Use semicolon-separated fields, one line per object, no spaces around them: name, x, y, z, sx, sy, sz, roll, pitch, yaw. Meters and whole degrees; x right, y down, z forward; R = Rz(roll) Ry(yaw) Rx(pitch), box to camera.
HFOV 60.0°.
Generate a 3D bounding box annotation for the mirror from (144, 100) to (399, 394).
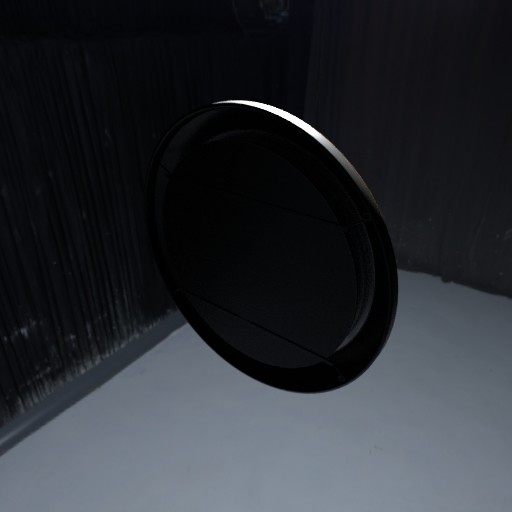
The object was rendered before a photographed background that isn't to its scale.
mirror;0.000;0.000;1.350;0.907;0.907;0.111;21;36;32
